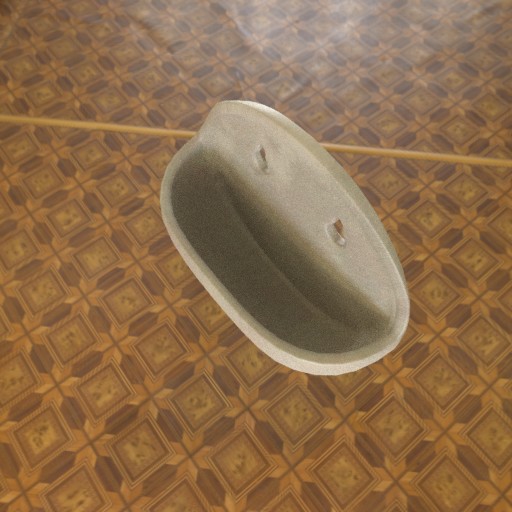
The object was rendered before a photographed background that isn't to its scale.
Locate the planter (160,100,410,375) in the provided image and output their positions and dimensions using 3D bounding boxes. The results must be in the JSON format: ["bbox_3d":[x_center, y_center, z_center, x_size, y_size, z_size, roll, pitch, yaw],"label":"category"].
[{"bbox_3d":[0.000,0.000,0.277,0.073,0.164,0.190,-36,68,-17],"label":"planter"}]
